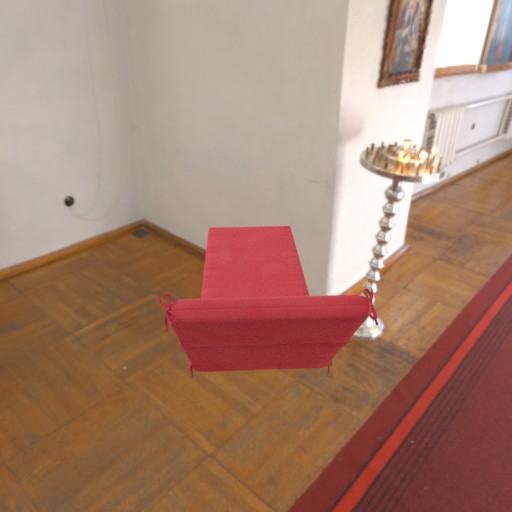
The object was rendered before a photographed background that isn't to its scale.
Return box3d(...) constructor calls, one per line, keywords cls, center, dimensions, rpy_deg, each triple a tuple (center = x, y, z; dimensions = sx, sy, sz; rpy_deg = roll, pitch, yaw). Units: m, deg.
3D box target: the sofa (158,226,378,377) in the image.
box3d(cls="sofa", center=(0.000, 0.000, 1.953), dimensions=(0.582, 0.622, 1.663), rpy_deg=(-1, 29, -2))
